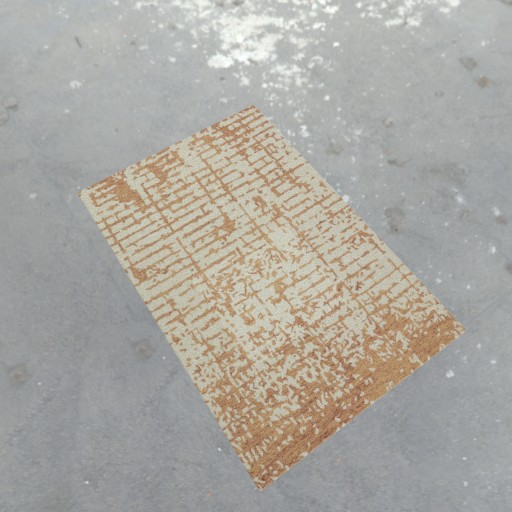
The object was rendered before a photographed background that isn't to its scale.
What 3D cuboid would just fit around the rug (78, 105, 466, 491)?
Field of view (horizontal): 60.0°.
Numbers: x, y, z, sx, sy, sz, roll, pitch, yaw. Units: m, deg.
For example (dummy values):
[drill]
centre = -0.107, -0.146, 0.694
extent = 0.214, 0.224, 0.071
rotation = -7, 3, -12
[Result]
[rug]
centre = 0.000, 0.000, 2.341
extent = 1.219, 0.011, 1.829
rotation = -31, 67, -15
